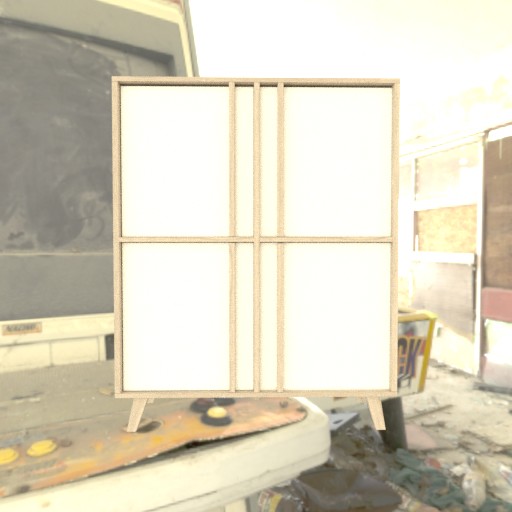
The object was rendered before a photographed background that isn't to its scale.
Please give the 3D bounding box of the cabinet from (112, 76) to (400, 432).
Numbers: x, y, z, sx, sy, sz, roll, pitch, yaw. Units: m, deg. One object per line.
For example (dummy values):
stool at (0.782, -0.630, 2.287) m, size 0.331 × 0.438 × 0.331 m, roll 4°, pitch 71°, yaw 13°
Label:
cabinet at (0.000, 0.000, 1.924) m, size 1.111 × 1.388 × 0.398 m, roll 0°, pitch 2°, yaw -1°
